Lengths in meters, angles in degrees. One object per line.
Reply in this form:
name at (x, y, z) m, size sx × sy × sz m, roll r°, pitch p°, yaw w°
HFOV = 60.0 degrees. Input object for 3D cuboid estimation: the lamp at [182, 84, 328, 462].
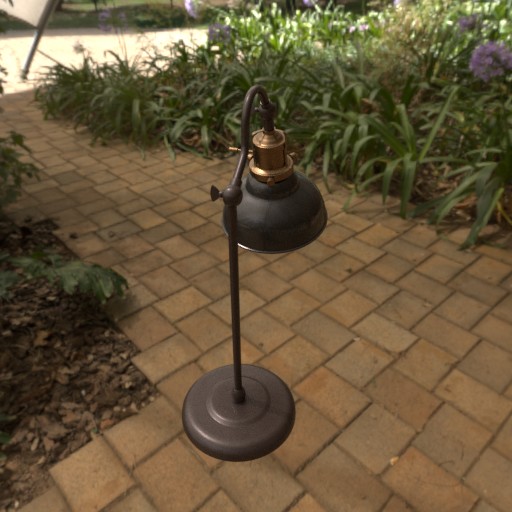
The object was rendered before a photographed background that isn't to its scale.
lamp at (0.000, 0.000, 0.694) m, size 0.192 × 0.508 × 0.374 m, roll 10°, pitch 33°, yaw 16°
